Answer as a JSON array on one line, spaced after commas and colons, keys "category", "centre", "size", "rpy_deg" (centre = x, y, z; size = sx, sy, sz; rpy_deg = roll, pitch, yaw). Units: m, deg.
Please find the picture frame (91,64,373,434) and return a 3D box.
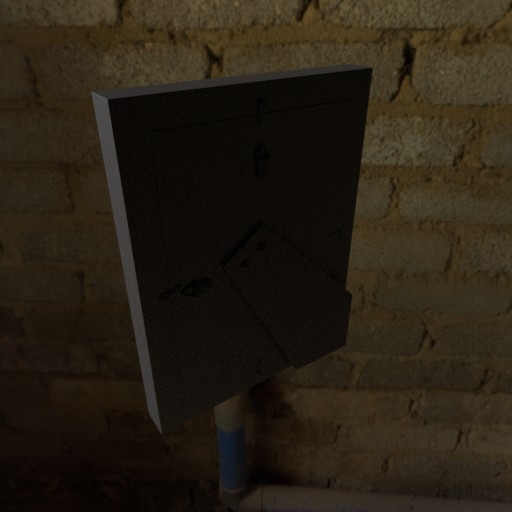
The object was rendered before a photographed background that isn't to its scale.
[{"category": "picture frame", "centre": [0.000, 0.000, 0.276], "size": [0.157, 0.208, 0.028], "rpy_deg": [-20, 36, -30]}]
